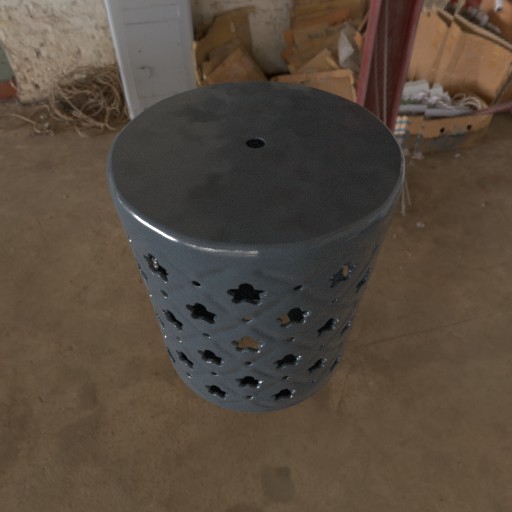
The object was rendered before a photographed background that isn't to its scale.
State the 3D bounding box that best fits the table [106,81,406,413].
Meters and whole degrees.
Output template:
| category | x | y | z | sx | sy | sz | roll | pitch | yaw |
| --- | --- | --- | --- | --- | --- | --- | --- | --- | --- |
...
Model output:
| category | x | y | z | sx | sy | sz | roll | pitch | yaw |
| --- | --- | --- | --- | --- | --- | --- | --- | --- | --- |
| table | 0.000 | 0.000 | 0.661 | 0.352 | 0.387 | 0.352 | 0 | 46 | 0 |
